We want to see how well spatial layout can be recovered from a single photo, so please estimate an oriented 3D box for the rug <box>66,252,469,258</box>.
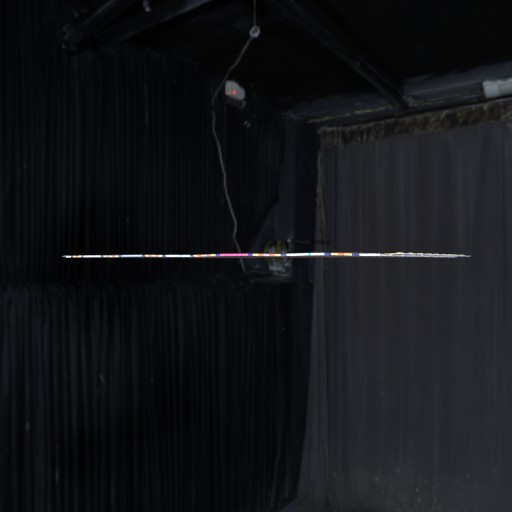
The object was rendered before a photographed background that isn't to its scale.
[{"bbox_3d":[0.000,0.000,2.276,1.849,0.013,1.084,0,-1,36],"label":"rug"}]
